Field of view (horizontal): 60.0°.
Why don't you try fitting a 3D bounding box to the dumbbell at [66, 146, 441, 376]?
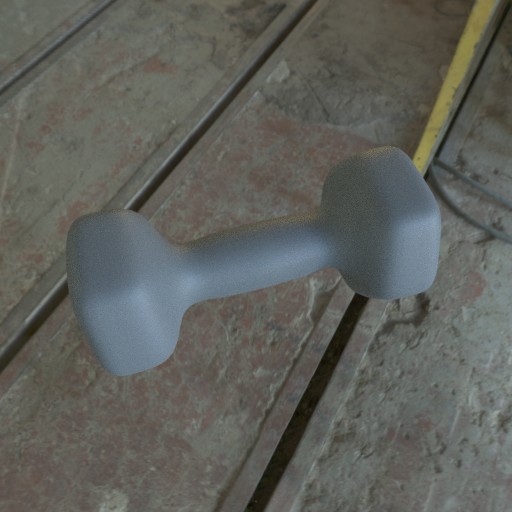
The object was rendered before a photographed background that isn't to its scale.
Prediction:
[{"bbox_3d":[0.000,0.000,0.238,0.184,0.081,0.090,-14,62,-7],"label":"dumbbell"}]
